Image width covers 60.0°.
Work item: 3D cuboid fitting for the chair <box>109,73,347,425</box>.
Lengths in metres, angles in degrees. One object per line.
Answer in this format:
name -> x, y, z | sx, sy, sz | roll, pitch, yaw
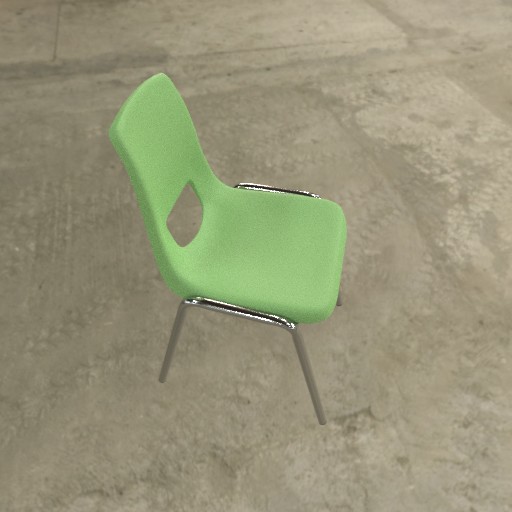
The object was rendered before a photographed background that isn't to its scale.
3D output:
chair -> 0.000, 0.000, 0.966 | 0.436, 0.704, 0.381 | 10, 48, 9
